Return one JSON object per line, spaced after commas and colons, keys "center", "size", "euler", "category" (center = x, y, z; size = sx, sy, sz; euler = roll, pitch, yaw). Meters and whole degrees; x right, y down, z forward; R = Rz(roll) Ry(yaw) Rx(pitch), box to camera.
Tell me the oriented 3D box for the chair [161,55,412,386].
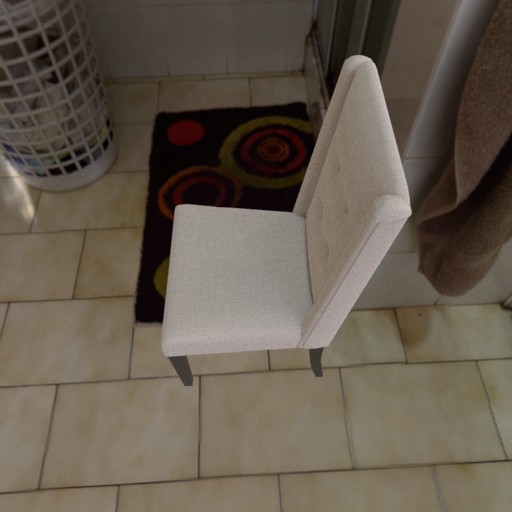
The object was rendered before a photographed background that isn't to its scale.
{"center": [0.000, 0.000, 1.245], "size": [0.523, 0.961, 0.474], "euler": [-1, 57, 0], "category": "chair"}
